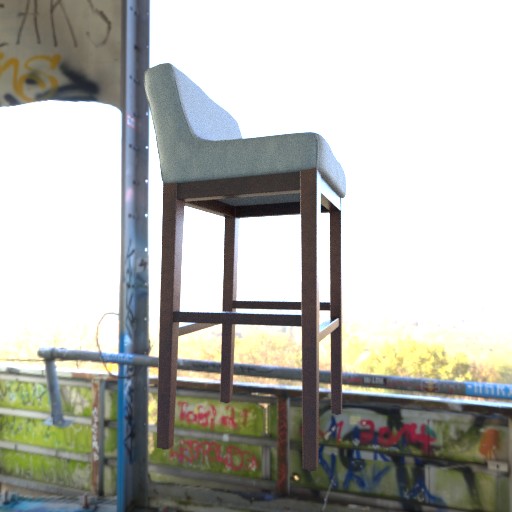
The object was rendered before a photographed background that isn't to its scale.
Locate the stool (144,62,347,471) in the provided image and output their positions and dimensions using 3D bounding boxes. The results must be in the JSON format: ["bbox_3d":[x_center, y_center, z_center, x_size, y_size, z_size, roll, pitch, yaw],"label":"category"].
[{"bbox_3d":[0.000,0.000,1.343,0.500,1.037,0.511,-1,-2,18],"label":"stool"}]
